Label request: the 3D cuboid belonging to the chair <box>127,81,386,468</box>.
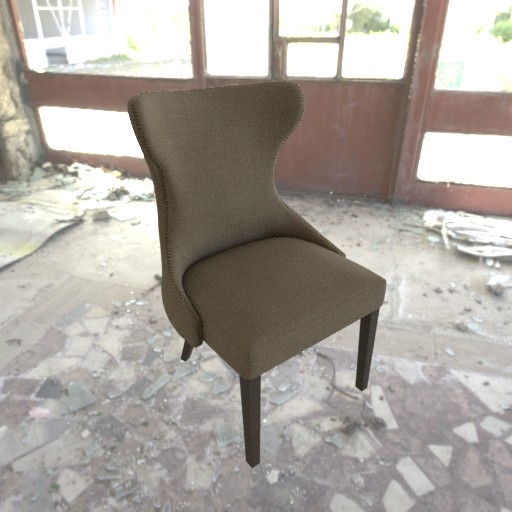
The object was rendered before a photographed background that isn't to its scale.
[{"bbox_3d":[0.000,0.000,1.400,0.628,0.967,0.635,-21,35,-33],"label":"chair"}]
